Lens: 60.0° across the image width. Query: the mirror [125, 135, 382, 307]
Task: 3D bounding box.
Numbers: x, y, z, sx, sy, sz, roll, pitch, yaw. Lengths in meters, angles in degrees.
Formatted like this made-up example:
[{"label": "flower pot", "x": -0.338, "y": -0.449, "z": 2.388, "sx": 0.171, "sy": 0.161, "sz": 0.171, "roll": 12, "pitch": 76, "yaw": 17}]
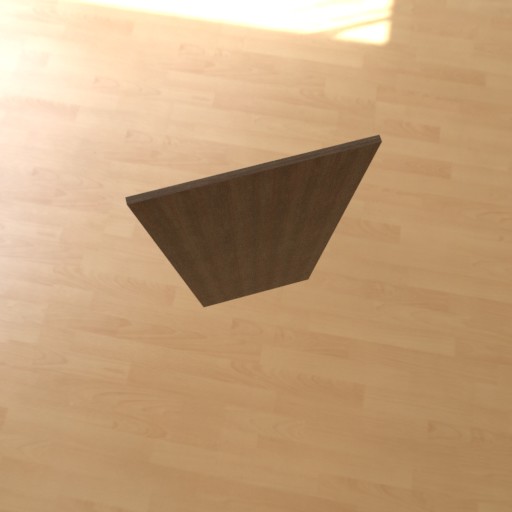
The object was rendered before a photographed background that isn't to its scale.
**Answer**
[{"label": "mirror", "x": 0.000, "y": 0.000, "z": 2.345, "sx": 0.812, "sy": 2.032, "sz": 0.025, "roll": -15, "pitch": 75, "yaw": -4}]
